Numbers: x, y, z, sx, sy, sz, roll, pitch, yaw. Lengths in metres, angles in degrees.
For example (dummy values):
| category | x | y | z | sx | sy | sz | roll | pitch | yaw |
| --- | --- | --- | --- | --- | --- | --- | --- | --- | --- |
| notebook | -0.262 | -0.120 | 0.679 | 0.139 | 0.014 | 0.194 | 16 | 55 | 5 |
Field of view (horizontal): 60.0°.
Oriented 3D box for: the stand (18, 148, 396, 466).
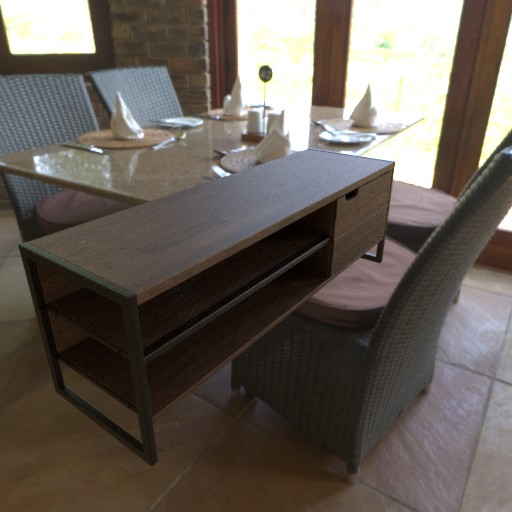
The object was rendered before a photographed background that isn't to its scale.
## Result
| category | x | y | z | sx | sy | sz | roll | pitch | yaw |
| --- | --- | --- | --- | --- | --- | --- | --- | --- | --- |
| stand | 0.000 | 0.000 | 1.684 | 0.454 | 0.506 | 1.480 | 18 | 31 | 33 |
